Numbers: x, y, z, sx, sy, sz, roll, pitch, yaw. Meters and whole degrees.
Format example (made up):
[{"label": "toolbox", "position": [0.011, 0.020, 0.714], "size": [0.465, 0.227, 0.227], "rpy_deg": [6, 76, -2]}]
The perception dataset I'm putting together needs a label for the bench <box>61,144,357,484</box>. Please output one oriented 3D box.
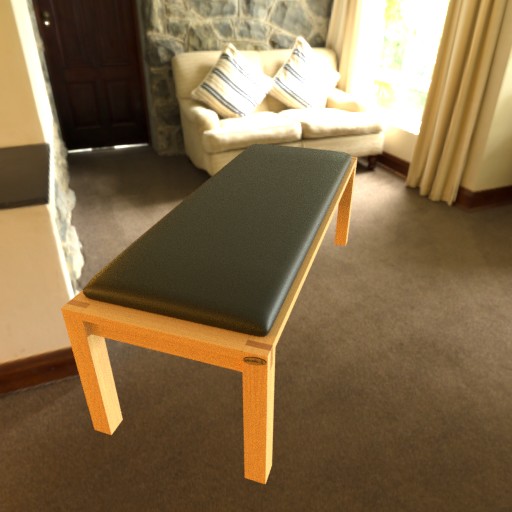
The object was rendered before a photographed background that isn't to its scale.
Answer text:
[{"label": "bench", "position": [0.000, 0.000, 1.430], "size": [0.450, 0.430, 1.202], "rpy_deg": [10, 32, 16]}]
